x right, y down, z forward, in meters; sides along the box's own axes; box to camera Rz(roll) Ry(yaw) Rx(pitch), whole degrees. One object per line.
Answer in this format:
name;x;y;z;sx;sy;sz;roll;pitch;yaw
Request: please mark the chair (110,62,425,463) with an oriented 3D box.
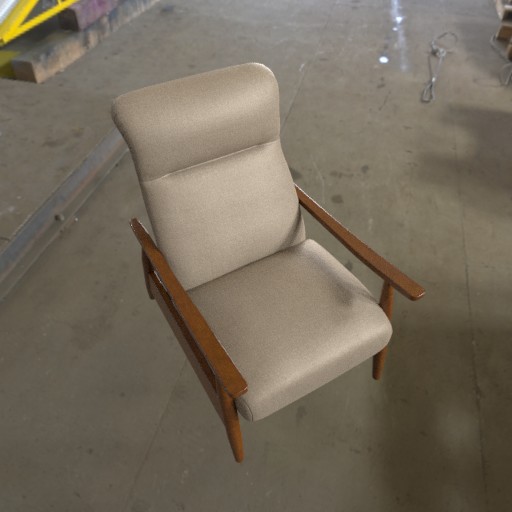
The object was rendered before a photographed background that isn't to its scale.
chair;0.000;0.000;1.757;0.762;1.082;1.032;-23;51;-20
